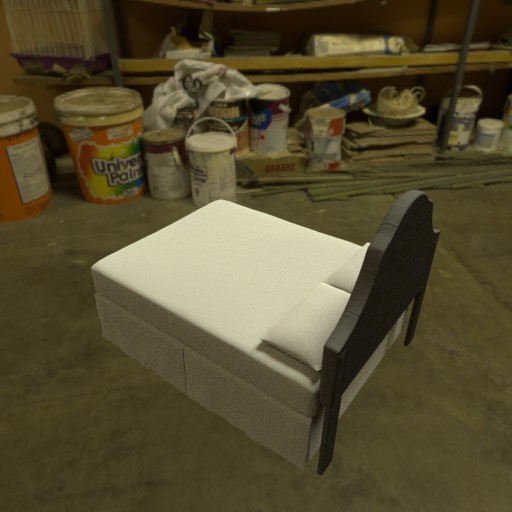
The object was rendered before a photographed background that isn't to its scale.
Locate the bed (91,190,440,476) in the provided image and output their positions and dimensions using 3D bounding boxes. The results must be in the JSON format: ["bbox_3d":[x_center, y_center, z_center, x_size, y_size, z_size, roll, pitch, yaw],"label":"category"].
[{"bbox_3d":[0.000,0.000,3.330,2.155,1.575,1.636,22,38,31],"label":"bed"}]
